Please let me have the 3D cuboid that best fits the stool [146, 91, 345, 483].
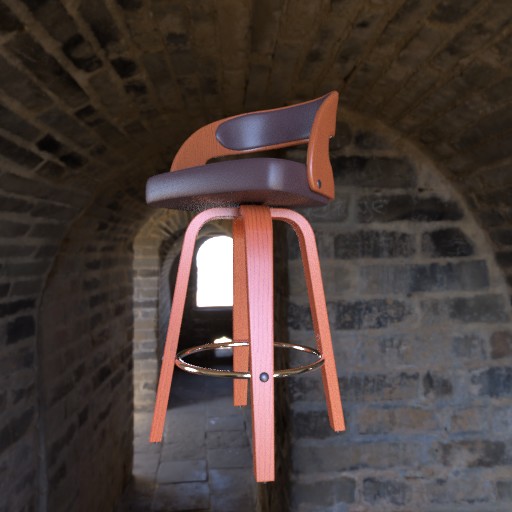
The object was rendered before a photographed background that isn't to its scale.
[{"bbox_3d":[0.000,0.000,1.182,0.457,0.940,0.457,0,-1,37],"label":"stool"}]
